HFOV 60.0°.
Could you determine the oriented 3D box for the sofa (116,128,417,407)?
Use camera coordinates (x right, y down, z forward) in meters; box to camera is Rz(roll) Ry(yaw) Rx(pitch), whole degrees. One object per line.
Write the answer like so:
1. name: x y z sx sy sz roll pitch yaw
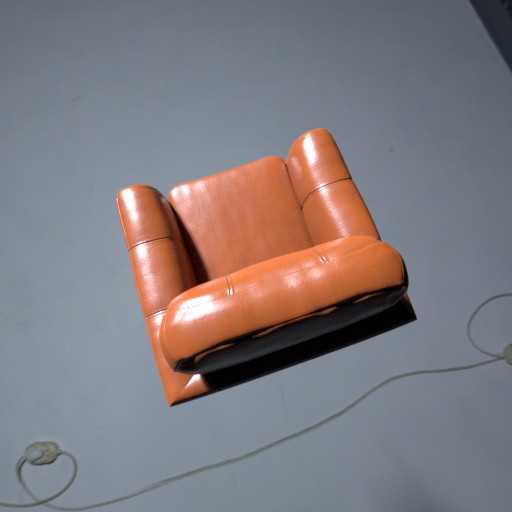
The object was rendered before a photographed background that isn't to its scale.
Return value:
1. sofa: 0.000 0.000 1.559 0.836 0.876 0.789 -18 76 -5
